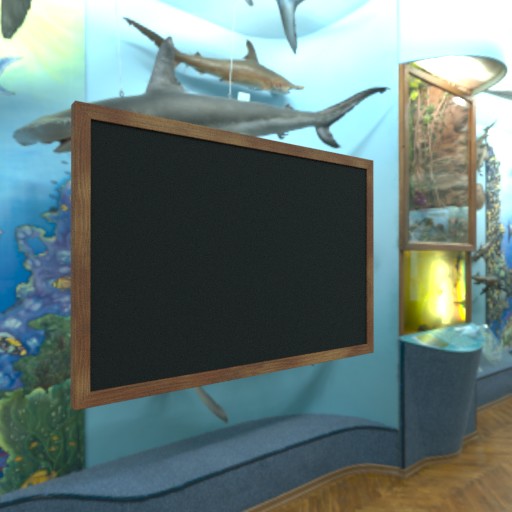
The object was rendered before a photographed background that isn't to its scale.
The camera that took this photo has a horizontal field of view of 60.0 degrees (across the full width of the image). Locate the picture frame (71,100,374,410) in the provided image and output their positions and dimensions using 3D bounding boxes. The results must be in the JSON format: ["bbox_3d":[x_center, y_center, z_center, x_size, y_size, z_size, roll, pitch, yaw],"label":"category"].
[{"bbox_3d":[0.000,0.000,1.207,0.950,0.640,0.029,0,0,-36],"label":"picture frame"}]
